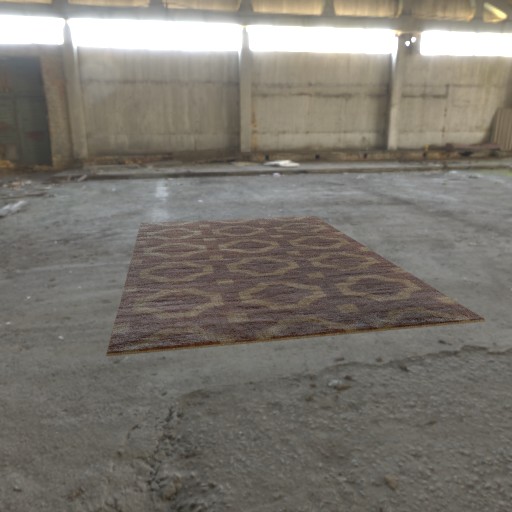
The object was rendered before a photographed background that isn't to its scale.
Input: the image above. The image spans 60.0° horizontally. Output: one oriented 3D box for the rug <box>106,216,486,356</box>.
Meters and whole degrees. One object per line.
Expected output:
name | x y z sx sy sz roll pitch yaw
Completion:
rug | 0.000 0.000 2.821 1.555 0.016 2.286 -3 17 -11
